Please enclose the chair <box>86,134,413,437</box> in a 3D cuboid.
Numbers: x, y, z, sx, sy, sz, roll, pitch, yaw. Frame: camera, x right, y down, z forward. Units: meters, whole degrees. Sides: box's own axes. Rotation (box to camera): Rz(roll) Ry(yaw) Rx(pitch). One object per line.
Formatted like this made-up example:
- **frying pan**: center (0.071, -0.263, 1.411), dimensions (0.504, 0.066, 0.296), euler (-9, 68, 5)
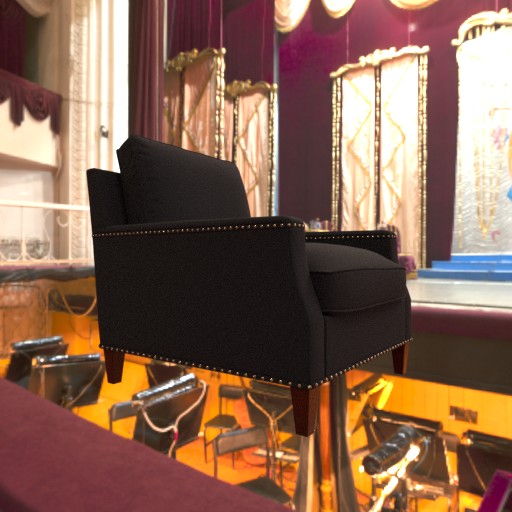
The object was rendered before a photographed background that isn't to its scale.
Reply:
- **chair**: center (0.000, 0.000, 1.740), dimensions (1.014, 0.943, 0.853), euler (0, 0, 36)
